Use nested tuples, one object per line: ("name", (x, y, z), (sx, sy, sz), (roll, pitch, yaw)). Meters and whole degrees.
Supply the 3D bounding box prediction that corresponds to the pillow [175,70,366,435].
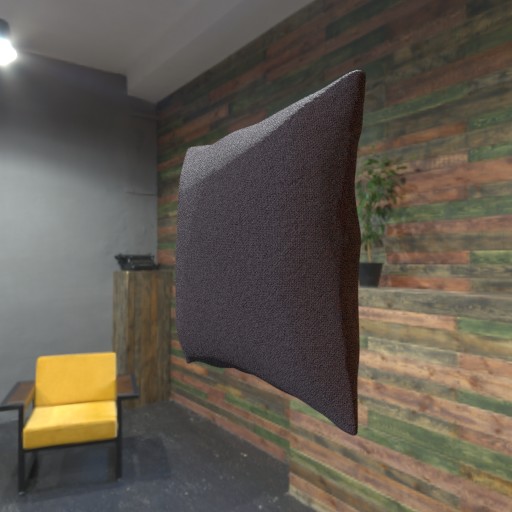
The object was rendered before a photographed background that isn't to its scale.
("pillow", (0.000, 0.000, 0.710), (0.204, 0.439, 0.452), (1, -1, -36))
